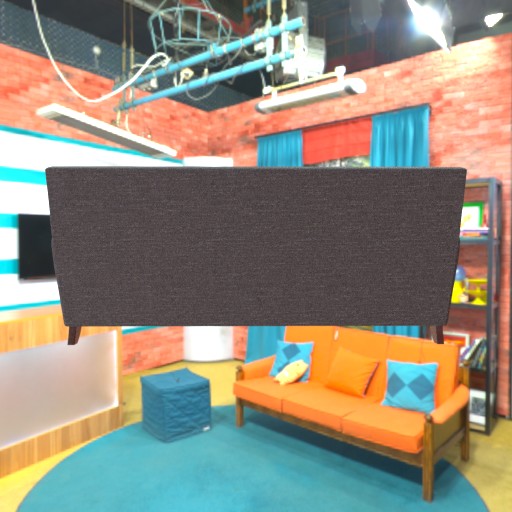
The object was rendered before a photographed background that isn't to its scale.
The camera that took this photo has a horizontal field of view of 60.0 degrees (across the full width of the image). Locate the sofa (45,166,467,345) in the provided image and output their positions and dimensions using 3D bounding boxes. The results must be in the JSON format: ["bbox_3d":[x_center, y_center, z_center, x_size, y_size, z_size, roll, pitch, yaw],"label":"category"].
[{"bbox_3d":[0.000,0.000,2.440,1.976,0.846,0.875,0,2,-1],"label":"sofa"}]
